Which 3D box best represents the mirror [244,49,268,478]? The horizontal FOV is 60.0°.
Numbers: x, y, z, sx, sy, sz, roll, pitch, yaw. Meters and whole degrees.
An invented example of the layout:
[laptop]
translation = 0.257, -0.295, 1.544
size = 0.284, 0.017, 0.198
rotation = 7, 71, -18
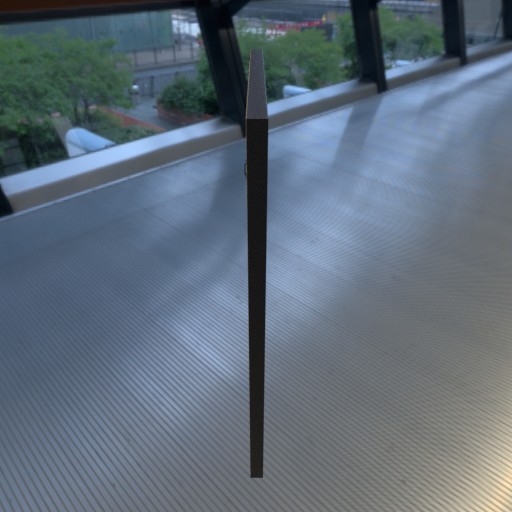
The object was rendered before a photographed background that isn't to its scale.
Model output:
[mirror]
translation = 0.000, 0.000, 1.311
size = 0.041, 1.016, 0.762
rotation = 0, 33, 0
